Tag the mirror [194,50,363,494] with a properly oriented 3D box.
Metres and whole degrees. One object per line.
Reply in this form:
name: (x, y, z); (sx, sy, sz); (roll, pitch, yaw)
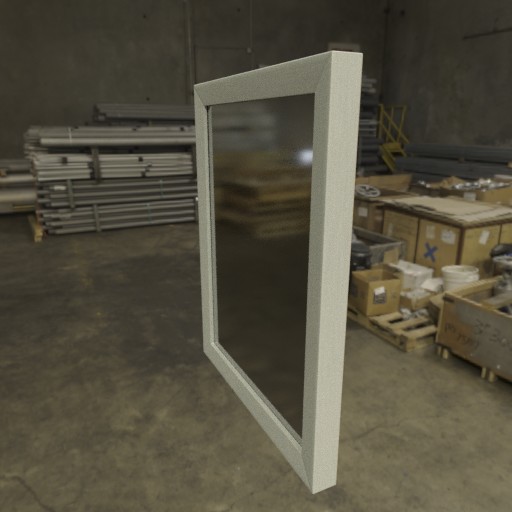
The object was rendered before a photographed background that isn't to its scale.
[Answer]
mirror: (0.000, 0.000, 0.664); (0.041, 0.508, 0.405); (-8, 18, -25)
